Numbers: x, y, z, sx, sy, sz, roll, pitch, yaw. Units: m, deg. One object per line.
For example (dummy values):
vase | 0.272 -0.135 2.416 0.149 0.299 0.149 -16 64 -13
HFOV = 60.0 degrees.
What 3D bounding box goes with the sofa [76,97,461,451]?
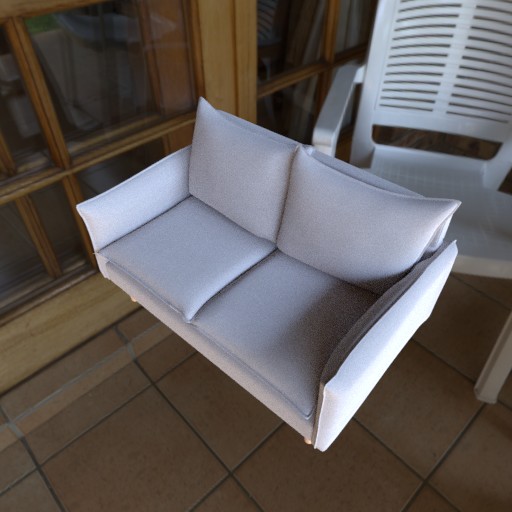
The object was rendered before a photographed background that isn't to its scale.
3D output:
sofa | 0.000 0.000 1.827 1.300 0.840 0.820 31 52 28
